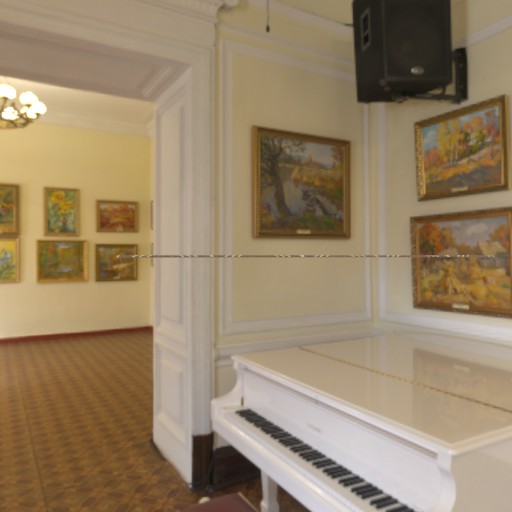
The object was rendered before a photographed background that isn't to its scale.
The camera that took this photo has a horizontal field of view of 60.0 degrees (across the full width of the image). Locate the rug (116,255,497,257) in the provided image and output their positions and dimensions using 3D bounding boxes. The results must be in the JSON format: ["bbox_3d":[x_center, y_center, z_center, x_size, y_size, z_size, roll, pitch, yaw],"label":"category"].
[{"bbox_3d":[0.000,0.000,4.088,2.457,0.012,3.062,0,0,-18],"label":"rug"}]
